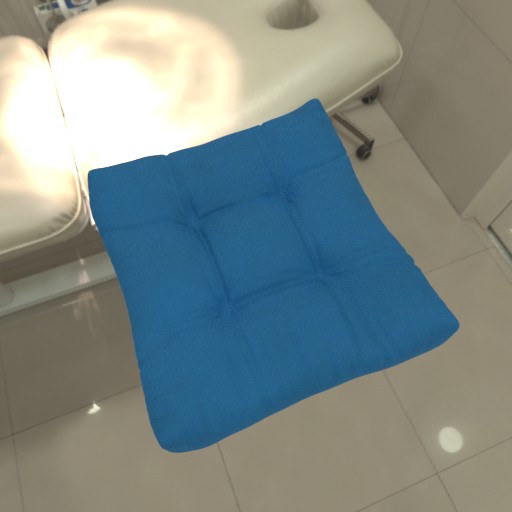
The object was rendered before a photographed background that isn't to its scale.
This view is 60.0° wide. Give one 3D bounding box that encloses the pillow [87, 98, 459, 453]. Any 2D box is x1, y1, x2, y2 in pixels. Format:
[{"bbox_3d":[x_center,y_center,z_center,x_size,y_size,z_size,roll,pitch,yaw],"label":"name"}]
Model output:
[{"bbox_3d":[0.000,0.000,0.736,0.468,0.128,0.490,-20,65,-10],"label":"pillow"}]
